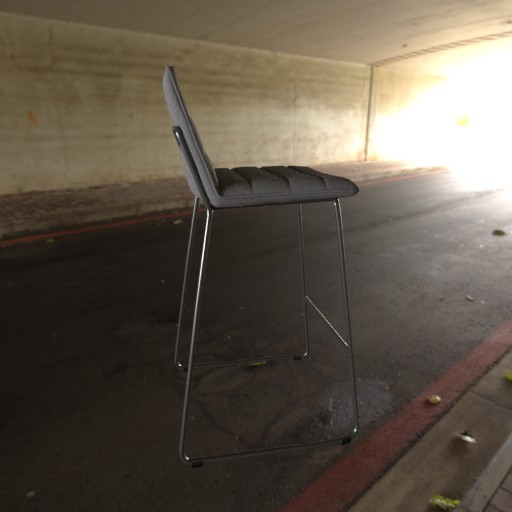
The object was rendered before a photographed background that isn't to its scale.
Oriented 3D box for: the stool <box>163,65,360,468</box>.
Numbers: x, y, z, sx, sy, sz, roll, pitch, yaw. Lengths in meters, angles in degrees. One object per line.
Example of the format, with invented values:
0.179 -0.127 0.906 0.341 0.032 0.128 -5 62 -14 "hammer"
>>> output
0.000 0.000 1.261 0.490 0.960 0.490 -3 17 -11 "stool"
